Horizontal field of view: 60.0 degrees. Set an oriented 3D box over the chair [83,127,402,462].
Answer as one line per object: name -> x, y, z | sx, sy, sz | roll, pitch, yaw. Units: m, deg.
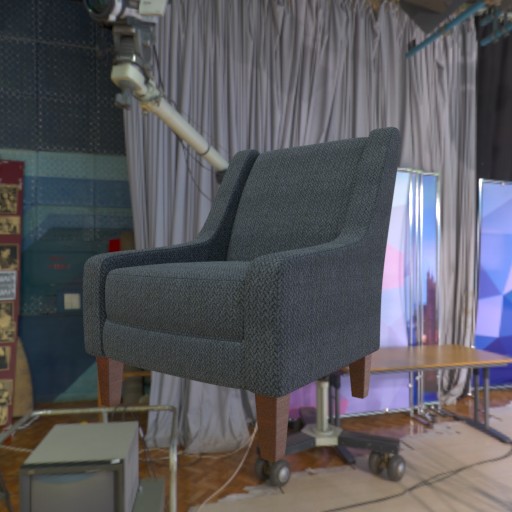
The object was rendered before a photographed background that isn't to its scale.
chair -> 0.000, 0.000, 1.634 | 0.793, 1.012, 0.944 | 1, 1, 35
